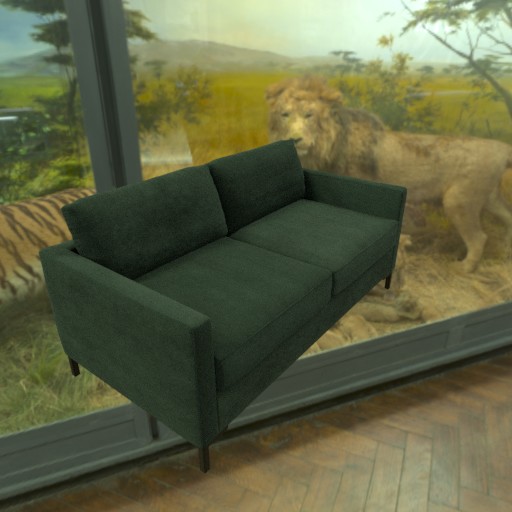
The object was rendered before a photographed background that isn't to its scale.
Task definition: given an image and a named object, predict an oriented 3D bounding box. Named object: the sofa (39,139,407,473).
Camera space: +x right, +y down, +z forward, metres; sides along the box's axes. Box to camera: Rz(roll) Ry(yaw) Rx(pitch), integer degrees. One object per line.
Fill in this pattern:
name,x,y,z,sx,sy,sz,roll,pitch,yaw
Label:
sofa,0.000,0.000,2.148,0.875,0.817,1.676,19,32,33
